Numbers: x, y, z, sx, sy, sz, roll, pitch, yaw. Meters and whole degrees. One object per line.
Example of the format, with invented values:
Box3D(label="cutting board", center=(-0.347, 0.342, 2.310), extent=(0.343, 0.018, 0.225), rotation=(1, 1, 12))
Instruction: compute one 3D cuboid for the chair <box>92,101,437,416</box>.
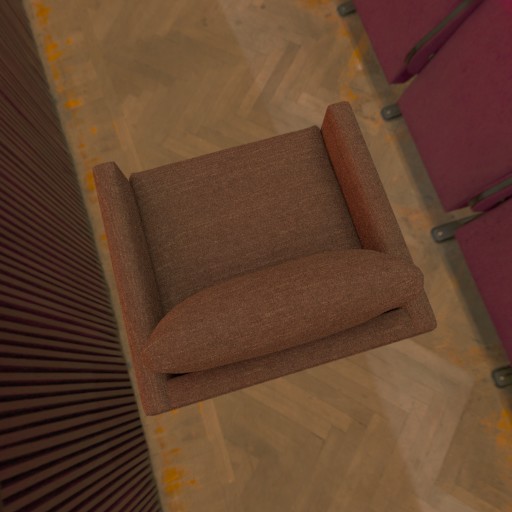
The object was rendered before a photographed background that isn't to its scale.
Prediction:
Box3D(label="chair", center=(0.000, 0.000, 1.586), extent=(0.940, 0.841, 0.845), rotation=(-16, 75, -4))
